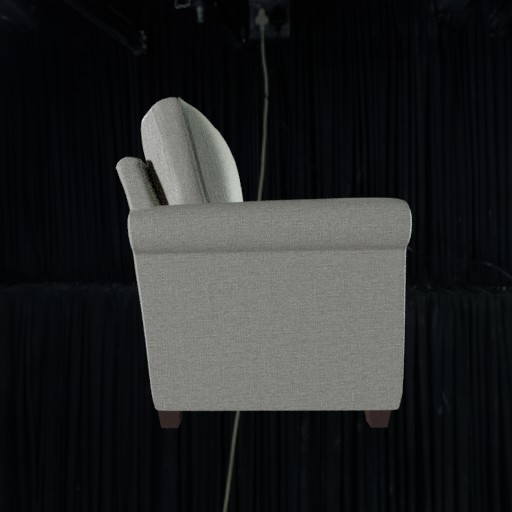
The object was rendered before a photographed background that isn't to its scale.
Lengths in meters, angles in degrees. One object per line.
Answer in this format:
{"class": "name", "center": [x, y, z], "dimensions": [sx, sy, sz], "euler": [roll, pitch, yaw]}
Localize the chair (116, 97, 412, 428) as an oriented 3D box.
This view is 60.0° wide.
{"class": "chair", "center": [0.000, 0.000, 2.271], "dimensions": [1.180, 1.349, 1.275], "euler": [0, 0, 0]}
